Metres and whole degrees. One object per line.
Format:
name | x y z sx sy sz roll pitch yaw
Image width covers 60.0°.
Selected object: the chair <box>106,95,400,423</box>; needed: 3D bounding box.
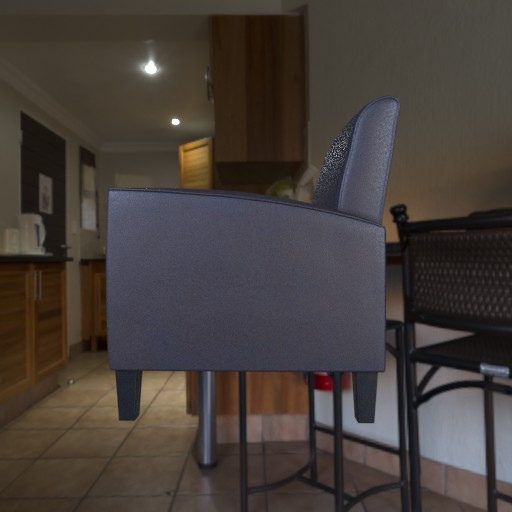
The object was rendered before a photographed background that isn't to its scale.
chair | 0.000 0.000 1.597 0.819 0.916 0.820 0 0 2
